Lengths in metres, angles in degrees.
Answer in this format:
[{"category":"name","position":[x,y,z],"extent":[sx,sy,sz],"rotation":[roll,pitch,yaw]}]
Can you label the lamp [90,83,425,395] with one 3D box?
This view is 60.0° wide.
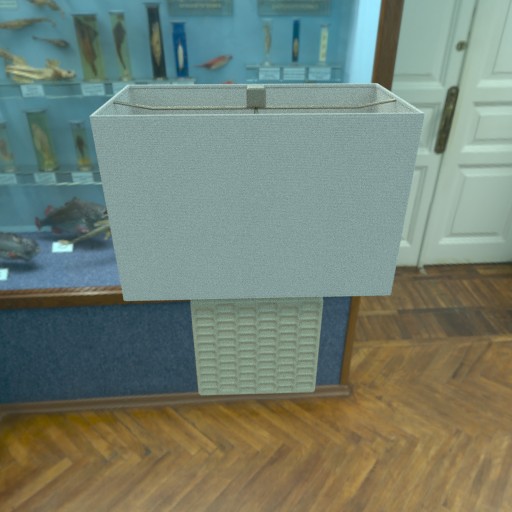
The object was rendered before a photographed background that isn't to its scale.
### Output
[{"category":"lamp","position":[0.000,0.000,0.710],"extent":[0.380,0.515,0.200],"rotation":[-1,31,-2]}]
